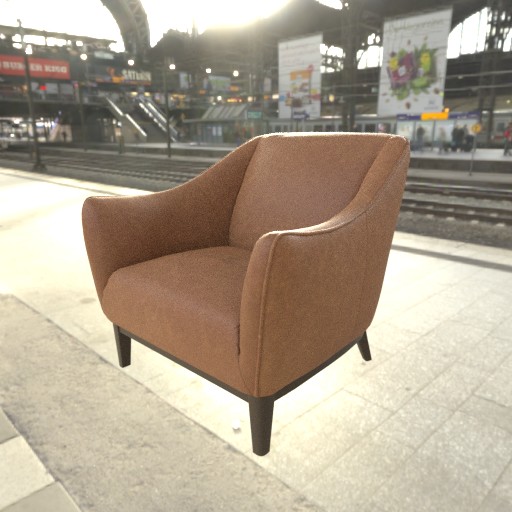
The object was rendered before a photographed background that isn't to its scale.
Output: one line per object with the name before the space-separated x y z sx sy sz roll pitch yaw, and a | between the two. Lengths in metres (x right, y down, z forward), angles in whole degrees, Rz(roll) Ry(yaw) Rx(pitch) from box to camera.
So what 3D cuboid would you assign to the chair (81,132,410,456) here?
chair | 0.000 0.000 1.543 0.871 0.830 0.852 14 21 41
